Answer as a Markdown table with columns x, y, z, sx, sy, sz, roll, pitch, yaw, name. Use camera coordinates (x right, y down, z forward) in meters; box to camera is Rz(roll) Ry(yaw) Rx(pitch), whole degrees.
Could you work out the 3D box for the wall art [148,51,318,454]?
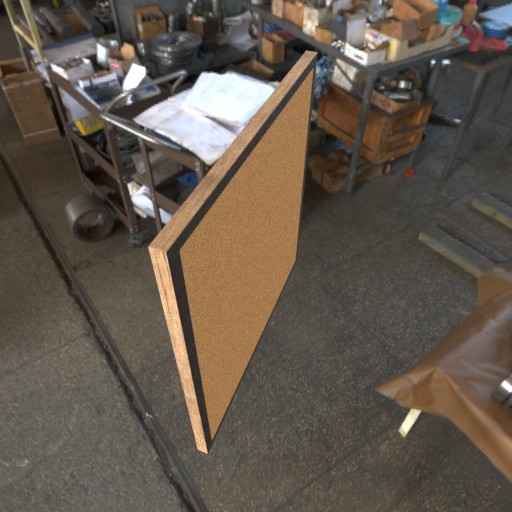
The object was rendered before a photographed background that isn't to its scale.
| x | y | z | sx | sy | sz | roll | pitch | yaw | name |
| --- | --- | --- | --- | --- | --- | --- | --- | --- | --- |
| 0.000 | 0.000 | 1.046 | 0.029 | 0.691 | 0.695 | 16 | 48 | 15 | wall art |
